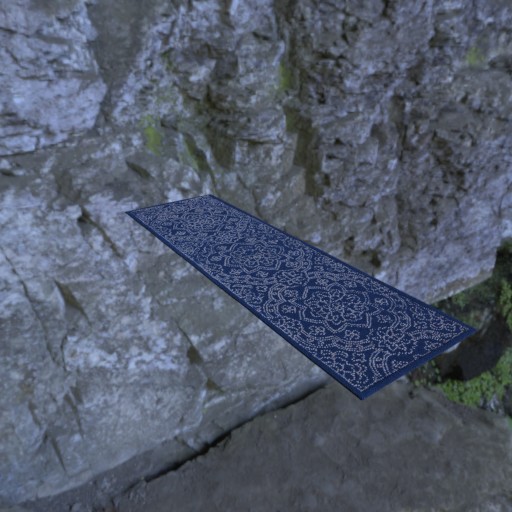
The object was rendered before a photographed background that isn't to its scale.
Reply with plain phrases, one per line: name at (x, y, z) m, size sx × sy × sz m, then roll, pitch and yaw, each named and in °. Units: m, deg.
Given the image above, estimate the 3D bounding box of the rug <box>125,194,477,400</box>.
rug at (0.000, 0.000, 2.733) m, size 0.769 × 0.012 × 2.448 m, roll -17°, pitch 31°, yaw -31°
